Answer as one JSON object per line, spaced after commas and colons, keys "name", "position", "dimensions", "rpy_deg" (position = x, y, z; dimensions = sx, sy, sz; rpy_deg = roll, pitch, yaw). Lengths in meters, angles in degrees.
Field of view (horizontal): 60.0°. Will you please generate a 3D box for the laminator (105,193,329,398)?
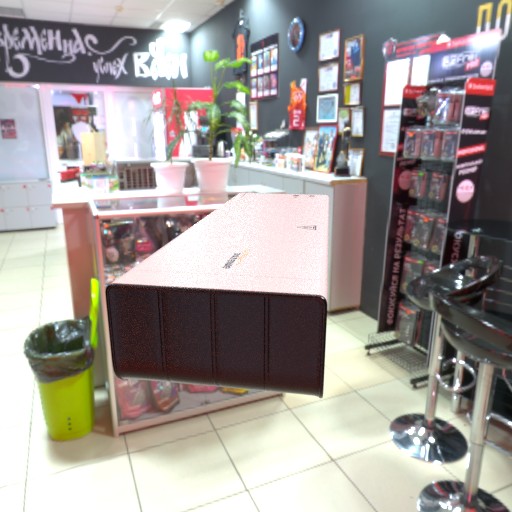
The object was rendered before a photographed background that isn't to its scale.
{"name": "laminator", "position": [0.000, 0.000, 0.386], "dimensions": [0.123, 0.062, 0.340], "rpy_deg": [3, 16, 9]}
